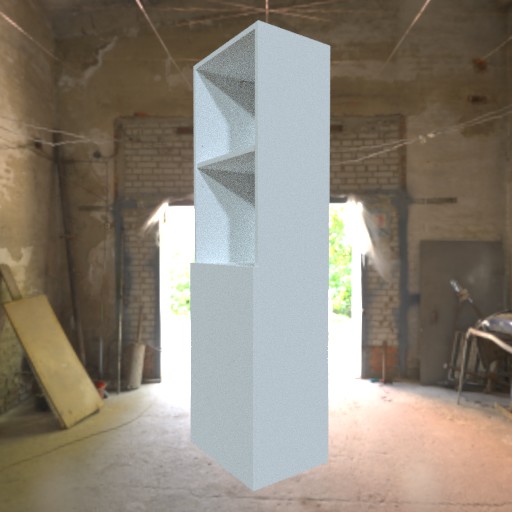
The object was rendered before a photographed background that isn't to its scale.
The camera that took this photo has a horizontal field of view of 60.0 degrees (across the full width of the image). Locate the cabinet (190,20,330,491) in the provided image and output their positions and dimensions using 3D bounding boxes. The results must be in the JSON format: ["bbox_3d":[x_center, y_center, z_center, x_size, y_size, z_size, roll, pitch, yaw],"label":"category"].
[{"bbox_3d":[0.000,0.000,1.514,0.300,1.350,0.400,-1,2,-35],"label":"cabinet"}]
